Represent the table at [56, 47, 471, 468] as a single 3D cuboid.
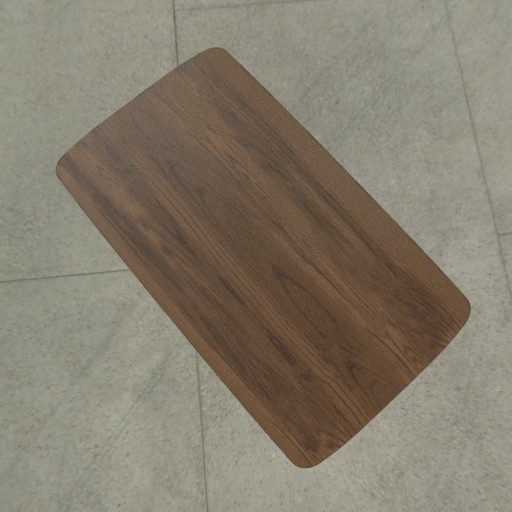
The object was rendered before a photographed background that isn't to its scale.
[{"bbox_3d":[0.000,0.000,2.181,0.949,0.765,1.643,-40,80,-8],"label":"table"}]
